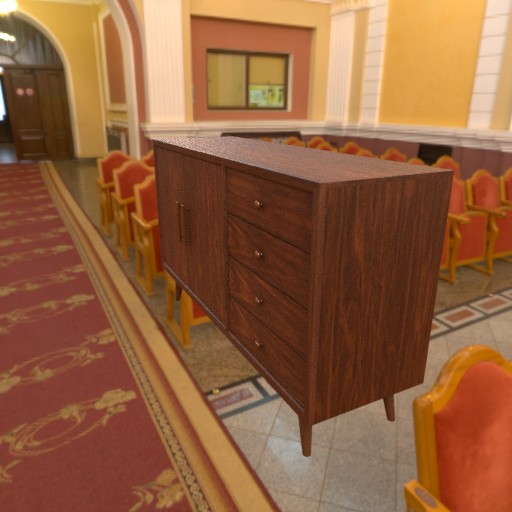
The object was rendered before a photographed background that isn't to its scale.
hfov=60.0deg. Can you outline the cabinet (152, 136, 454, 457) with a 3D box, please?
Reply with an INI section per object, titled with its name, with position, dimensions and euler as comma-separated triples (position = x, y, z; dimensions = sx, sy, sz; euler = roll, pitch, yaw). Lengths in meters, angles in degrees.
[cabinet]
position = 0.000, 0.000, 2.016
dimensions = 0.505, 0.940, 1.575
euler = -10, 21, -26
